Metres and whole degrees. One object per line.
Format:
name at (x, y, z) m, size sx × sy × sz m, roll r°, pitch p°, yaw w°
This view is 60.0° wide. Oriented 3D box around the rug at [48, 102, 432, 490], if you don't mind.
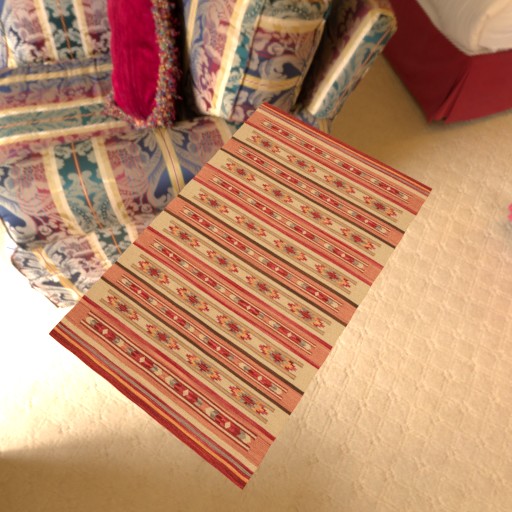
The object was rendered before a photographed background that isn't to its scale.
rug at (0.000, 0.000, 3.066) m, size 1.535 × 0.010 × 2.431 m, roll 32°, pitch 68°, yaw 15°
